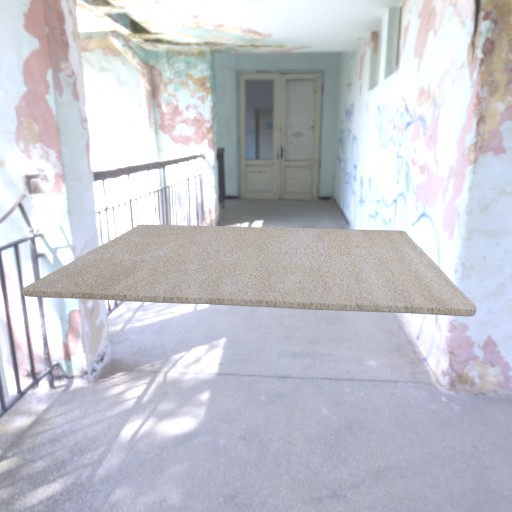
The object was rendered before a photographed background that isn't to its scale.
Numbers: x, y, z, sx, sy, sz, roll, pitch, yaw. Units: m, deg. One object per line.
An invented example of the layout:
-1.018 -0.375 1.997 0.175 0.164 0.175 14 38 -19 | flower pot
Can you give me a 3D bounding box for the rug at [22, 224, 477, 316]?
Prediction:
0.000 0.000 2.095 1.600 0.025 1.199 2 16 6 | rug
